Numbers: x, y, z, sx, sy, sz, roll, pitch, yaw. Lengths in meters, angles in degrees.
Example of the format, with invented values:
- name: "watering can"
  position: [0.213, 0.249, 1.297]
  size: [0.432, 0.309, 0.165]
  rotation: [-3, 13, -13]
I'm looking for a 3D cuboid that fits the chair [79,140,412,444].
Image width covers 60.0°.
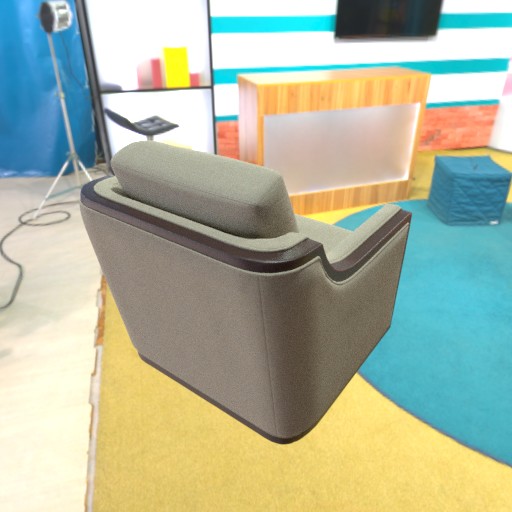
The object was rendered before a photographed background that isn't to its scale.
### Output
- name: "chair"
  position: [0.000, 0.000, 1.680]
  size: [0.870, 0.930, 0.950]
  rotation: [21, 36, 31]
